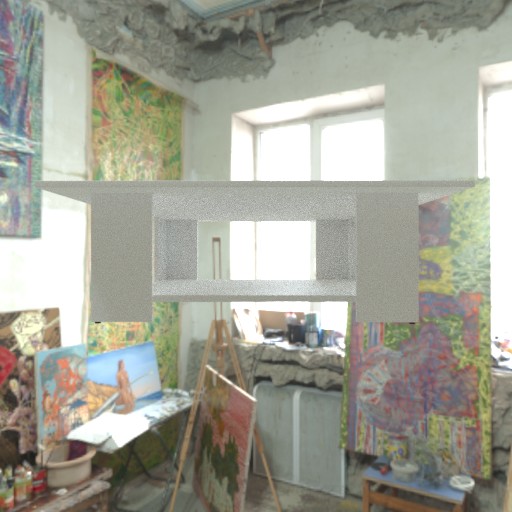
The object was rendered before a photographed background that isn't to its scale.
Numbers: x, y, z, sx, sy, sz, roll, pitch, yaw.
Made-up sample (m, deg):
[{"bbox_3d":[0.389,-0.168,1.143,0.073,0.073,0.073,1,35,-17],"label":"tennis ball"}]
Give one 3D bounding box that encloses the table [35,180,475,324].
[{"bbox_3d":[0.000,0.000,1.340,0.890,0.305,0.890,0,0,1],"label":"table"}]
